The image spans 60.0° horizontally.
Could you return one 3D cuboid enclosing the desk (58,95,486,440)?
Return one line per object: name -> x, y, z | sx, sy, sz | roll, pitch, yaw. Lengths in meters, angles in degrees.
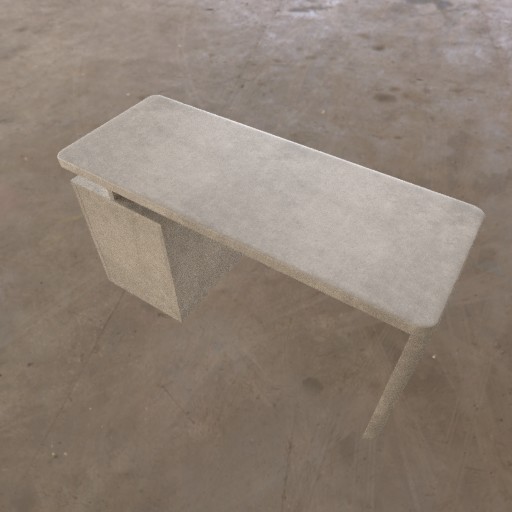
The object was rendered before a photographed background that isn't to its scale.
desk -> 0.000, 0.000, 1.781 | 1.400, 0.755, 0.550 | 25, 52, 21
